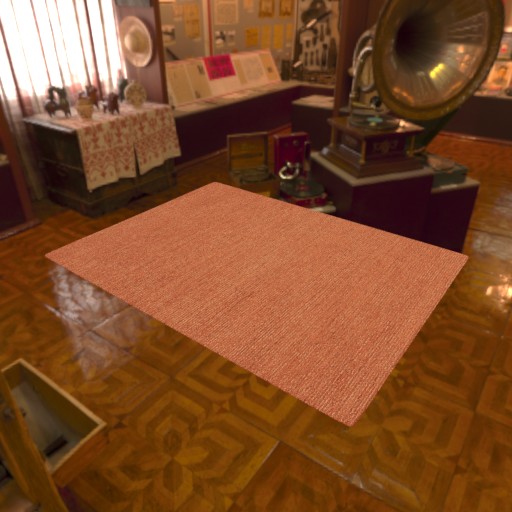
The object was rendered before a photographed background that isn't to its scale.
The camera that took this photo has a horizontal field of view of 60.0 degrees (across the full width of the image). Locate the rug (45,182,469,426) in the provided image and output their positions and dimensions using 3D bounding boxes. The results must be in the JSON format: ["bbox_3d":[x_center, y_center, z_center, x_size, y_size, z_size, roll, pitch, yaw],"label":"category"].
[{"bbox_3d":[0.000,0.000,2.745,2.112,0.009,1.594,21,36,32],"label":"rug"}]
